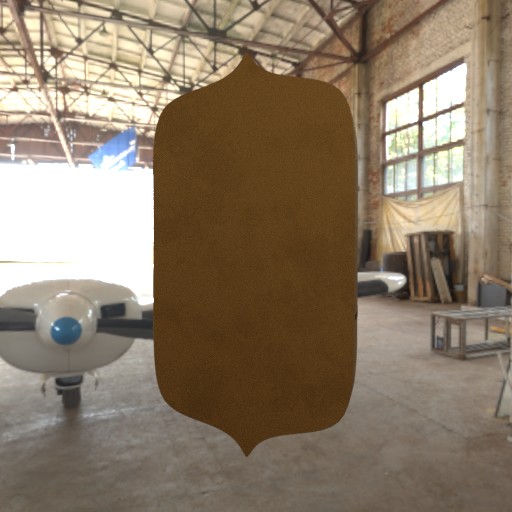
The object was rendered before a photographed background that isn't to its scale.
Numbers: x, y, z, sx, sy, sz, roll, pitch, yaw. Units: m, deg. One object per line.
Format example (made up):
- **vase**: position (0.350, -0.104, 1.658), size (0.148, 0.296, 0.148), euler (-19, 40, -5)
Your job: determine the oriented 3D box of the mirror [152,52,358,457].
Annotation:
- **mirror**: position (0.000, 0.000, 0.716), size (0.323, 0.613, 0.096), euler (0, 1, 17)
